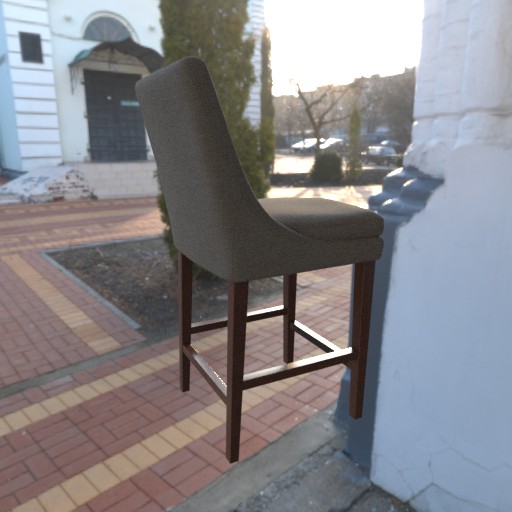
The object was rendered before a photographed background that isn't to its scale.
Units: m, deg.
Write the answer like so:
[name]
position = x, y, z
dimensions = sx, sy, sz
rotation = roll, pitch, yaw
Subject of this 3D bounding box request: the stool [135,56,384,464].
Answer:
[stool]
position = 0.000, 0.000, 1.292
dimensions = 0.577, 0.981, 0.470
rotation = -7, 16, -27
